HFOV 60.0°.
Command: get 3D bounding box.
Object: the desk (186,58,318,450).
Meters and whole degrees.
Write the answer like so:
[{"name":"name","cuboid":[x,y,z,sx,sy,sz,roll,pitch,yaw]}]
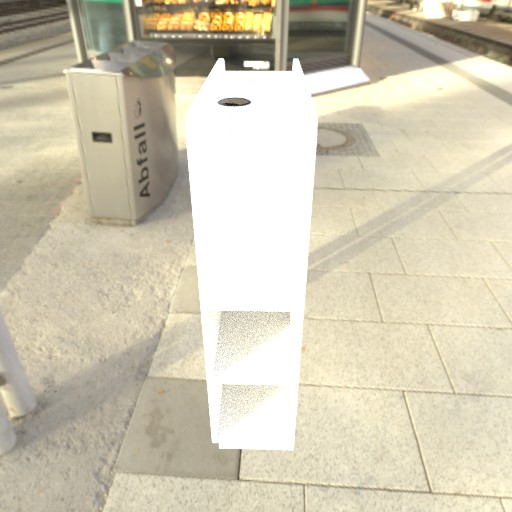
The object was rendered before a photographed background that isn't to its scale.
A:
[{"name":"desk","cuboid":[0.000,0.000,1.570,0.278,1.190,0.795,1,32,1]}]
